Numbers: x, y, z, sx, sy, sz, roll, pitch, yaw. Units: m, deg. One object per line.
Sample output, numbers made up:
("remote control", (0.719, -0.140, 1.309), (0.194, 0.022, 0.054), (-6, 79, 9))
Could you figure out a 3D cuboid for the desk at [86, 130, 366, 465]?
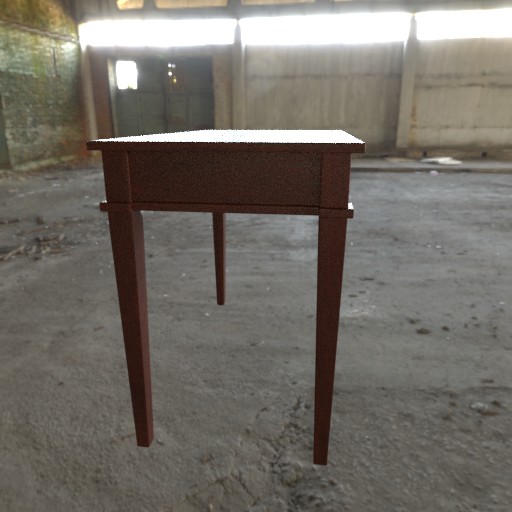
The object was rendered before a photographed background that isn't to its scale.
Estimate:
("desk", (0.000, 0.000, 1.436), (0.549, 0.762, 1.001), (2, 17, 8))
